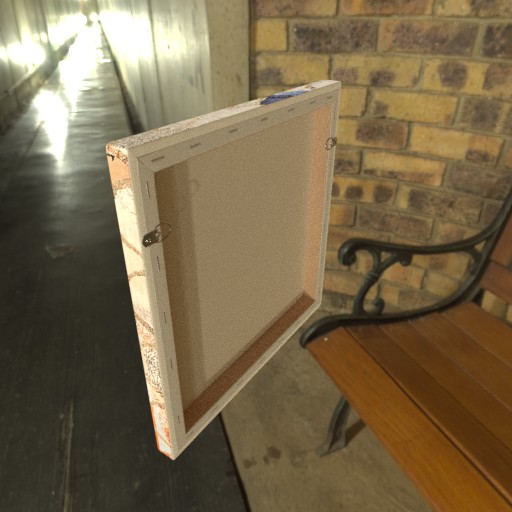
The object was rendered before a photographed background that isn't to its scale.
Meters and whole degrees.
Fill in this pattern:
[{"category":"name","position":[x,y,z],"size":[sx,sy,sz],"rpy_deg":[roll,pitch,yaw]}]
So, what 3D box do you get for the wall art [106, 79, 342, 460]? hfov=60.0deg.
[{"category":"wall art","position":[0.000,0.000,0.766],"size":[0.038,0.508,0.507],"rpy_deg":[19,36,29]}]
